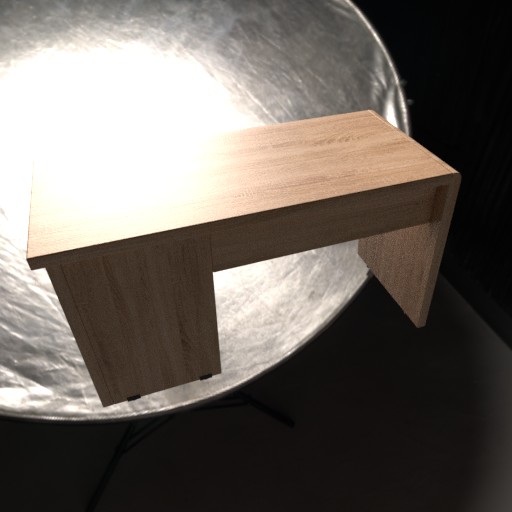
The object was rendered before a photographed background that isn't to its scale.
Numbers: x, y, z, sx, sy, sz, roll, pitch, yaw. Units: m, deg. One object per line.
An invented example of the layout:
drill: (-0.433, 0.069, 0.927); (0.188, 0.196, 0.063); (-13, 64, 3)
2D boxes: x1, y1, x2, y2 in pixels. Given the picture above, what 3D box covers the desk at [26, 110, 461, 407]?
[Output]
desk: (0.000, 0.000, 1.608); (1.300, 0.750, 0.500); (-13, 42, -15)
